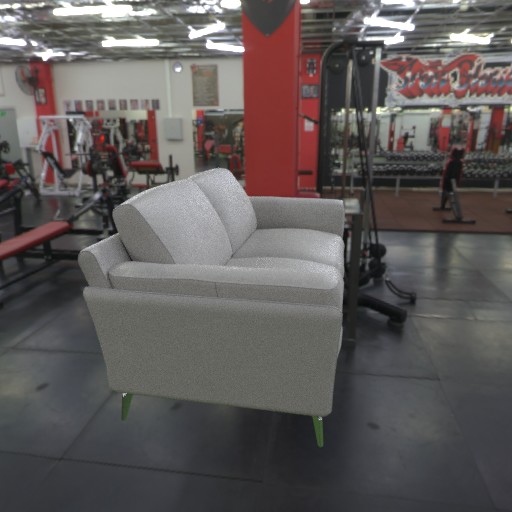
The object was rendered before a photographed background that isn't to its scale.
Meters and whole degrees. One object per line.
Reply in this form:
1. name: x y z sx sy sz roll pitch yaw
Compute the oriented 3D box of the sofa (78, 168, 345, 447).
1. sofa: 0.000 0.000 2.658 1.049 0.930 2.101 3 17 11
